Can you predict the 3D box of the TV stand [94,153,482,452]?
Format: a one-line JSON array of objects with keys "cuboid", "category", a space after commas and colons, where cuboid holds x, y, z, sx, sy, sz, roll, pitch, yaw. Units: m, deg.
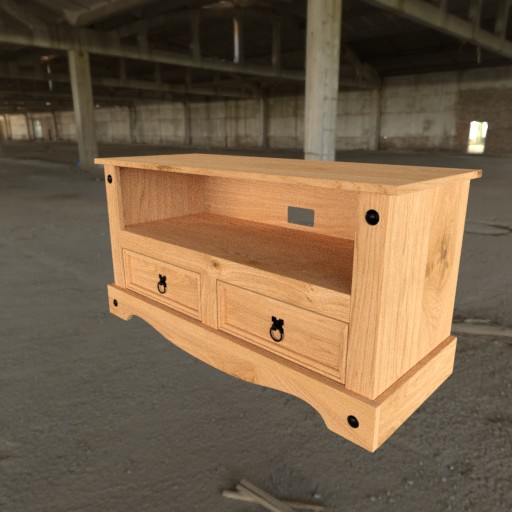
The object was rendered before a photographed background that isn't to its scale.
[{"cuboid": [0.000, 0.000, 1.341, 1.080, 0.550, 0.440, 15, 22, 41], "category": "TV stand"}]
